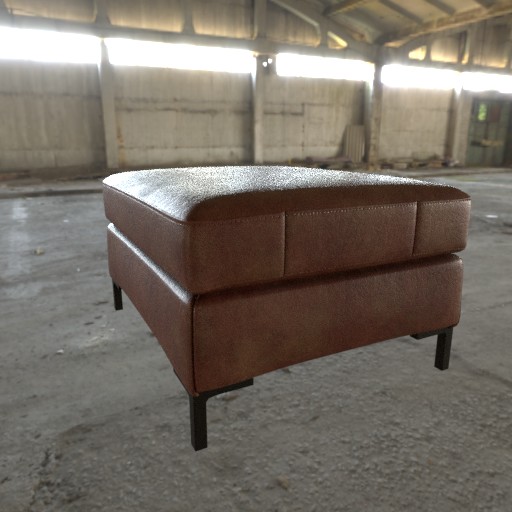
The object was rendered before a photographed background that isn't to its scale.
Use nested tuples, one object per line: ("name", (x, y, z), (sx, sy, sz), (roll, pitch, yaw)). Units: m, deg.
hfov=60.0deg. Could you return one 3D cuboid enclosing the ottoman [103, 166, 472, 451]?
("ottoman", (0.000, 0.000, 1.749), (0.965, 0.667, 1.186), (-7, 16, -26))
